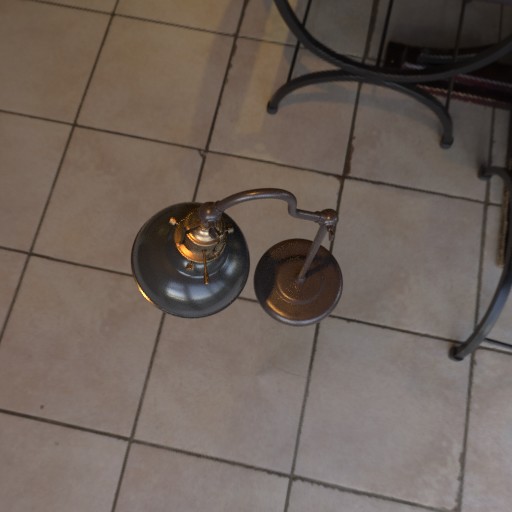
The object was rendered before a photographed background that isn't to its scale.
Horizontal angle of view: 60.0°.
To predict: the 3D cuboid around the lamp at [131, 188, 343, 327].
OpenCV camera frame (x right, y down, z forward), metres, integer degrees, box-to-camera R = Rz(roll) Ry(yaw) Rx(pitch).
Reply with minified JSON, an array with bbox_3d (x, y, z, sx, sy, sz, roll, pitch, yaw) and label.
[{"bbox_3d":[0.000,0.000,0.705,0.374,0.508,0.192,-7,75,-2],"label":"lamp"}]
